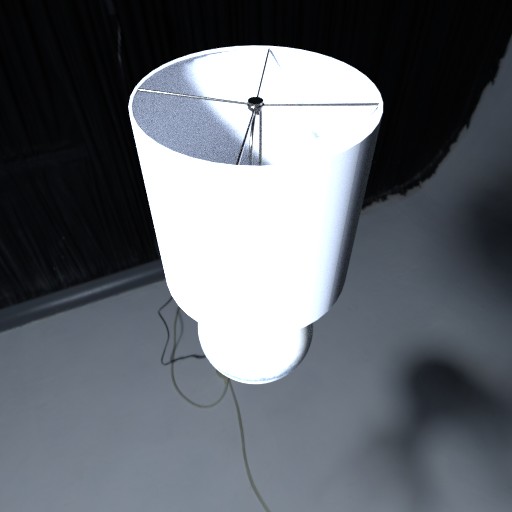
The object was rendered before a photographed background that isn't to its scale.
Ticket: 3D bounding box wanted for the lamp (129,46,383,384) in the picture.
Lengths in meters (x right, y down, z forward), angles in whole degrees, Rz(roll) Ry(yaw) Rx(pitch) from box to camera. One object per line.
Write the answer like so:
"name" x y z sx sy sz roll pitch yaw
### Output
"lamp" 0.000 0.000 0.530 0.216 0.404 0.216 -17 48 -15
